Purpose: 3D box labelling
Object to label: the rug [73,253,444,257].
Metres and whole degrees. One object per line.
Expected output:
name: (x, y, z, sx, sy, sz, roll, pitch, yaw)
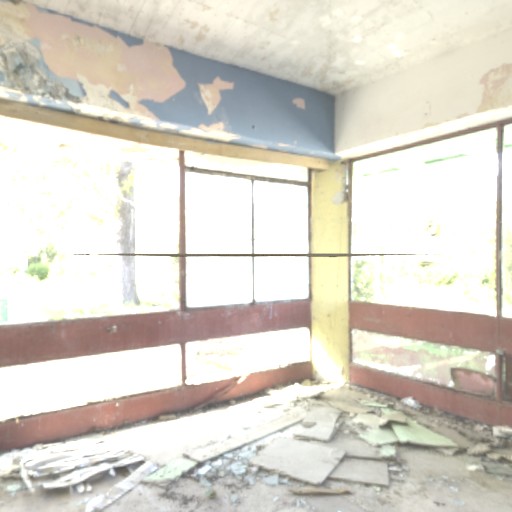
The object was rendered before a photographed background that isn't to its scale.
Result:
rug: (0.000, 0.000, 2.406, 1.268, 0.007, 1.918, 0, 0, -1)
